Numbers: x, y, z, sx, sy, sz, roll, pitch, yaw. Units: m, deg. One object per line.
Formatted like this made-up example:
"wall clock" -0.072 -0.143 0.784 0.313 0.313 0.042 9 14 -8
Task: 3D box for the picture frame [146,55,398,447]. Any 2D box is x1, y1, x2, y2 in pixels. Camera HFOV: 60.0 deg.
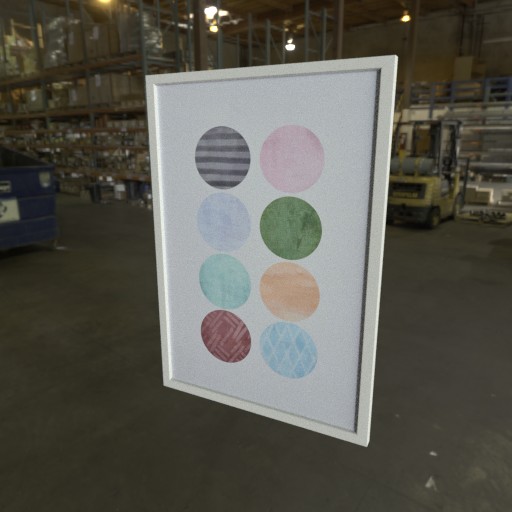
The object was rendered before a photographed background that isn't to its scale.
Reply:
"picture frame" 0.000 0.000 0.549 0.305 0.434 0.013 7 16 26
